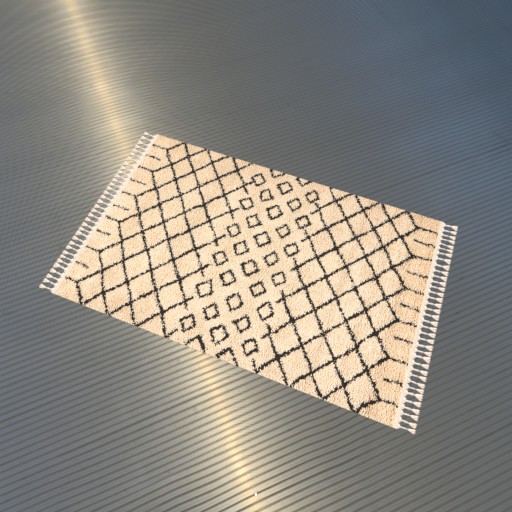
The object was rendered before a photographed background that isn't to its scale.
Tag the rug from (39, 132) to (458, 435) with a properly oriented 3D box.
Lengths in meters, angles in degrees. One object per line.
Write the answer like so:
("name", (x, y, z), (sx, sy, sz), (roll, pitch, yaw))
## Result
("rug", (0.000, 0.000, 2.436), (2.006, 0.008, 1.196), (19, 63, 10))
